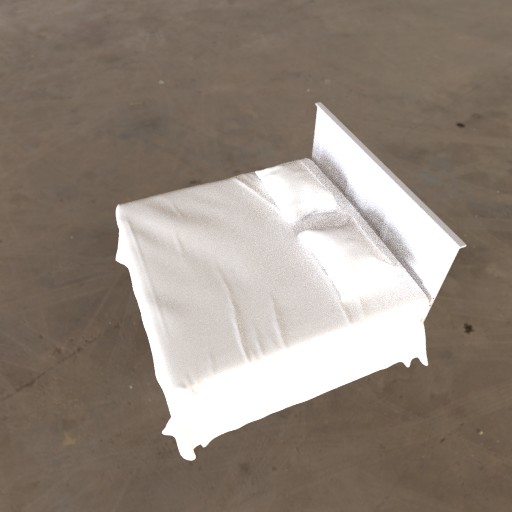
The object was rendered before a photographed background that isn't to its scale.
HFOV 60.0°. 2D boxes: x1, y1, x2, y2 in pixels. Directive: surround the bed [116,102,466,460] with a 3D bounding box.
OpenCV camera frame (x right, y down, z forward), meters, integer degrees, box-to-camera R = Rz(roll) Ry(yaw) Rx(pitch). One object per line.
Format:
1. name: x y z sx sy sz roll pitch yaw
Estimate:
1. bed: 0.000 0.000 3.659 2.215 1.273 2.317 -17 50 -15
